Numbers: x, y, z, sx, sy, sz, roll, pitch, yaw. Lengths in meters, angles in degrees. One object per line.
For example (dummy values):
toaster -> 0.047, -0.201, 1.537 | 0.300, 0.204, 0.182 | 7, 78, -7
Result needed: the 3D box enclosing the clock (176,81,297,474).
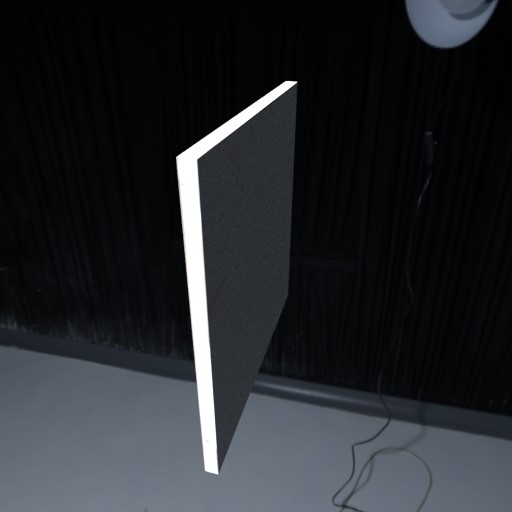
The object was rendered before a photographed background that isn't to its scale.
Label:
clock -> 0.000, 0.000, 1.088 | 0.032, 0.705, 0.705 | 8, 31, 14
